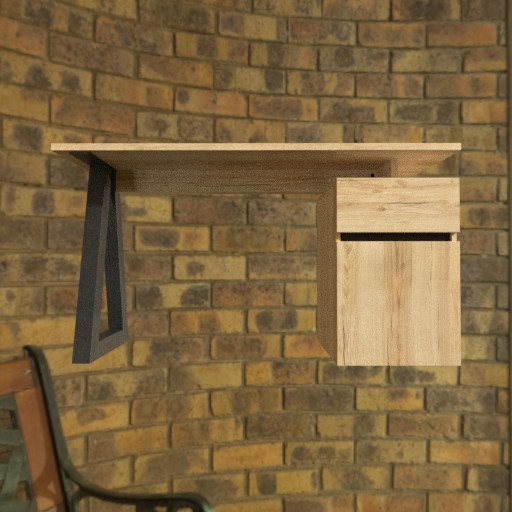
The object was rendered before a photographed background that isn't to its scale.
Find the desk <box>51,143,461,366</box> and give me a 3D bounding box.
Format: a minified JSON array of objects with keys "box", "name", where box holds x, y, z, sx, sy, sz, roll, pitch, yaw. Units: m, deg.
[{"box":[0.000,0.000,1.781,1.400,0.760,0.550,0,-1,0],"name":"desk"}]
